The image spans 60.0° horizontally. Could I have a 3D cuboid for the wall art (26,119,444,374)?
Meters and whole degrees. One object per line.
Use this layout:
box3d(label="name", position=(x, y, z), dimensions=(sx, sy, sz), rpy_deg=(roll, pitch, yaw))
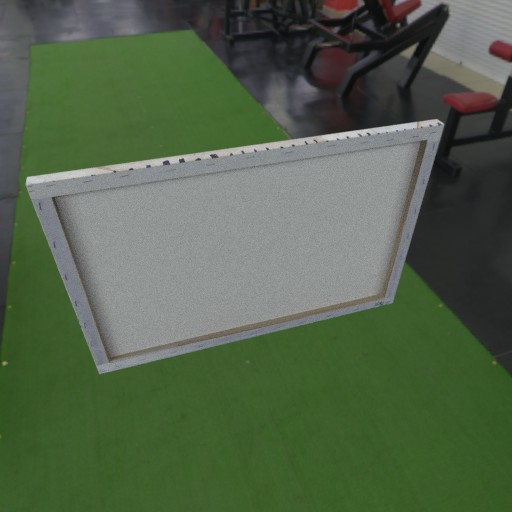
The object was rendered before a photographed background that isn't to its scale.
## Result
box3d(label="wall art", position=(0.000, 0.000, 1.427), dimensions=(1.143, 0.757, 0.038), rpy_deg=(-11, 42, -13))
